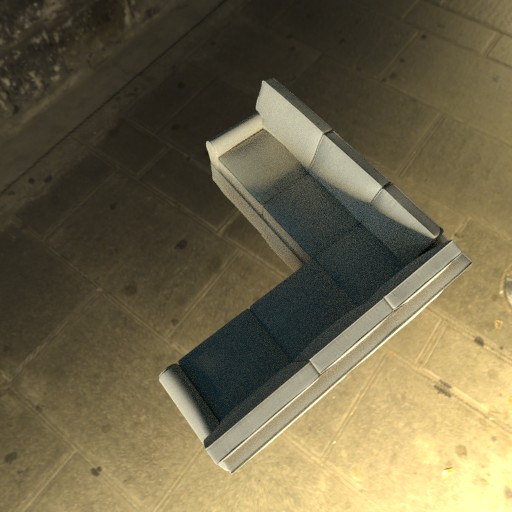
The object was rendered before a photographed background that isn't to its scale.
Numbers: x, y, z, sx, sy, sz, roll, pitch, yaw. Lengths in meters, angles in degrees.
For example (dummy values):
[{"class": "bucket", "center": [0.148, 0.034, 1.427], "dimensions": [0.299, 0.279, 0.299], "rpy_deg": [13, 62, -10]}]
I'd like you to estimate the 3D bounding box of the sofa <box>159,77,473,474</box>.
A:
[{"class": "sofa", "center": [0.000, 0.000, 4.044], "dimensions": [2.597, 1.070, 2.591], "rpy_deg": [-36, 70, -15]}]
